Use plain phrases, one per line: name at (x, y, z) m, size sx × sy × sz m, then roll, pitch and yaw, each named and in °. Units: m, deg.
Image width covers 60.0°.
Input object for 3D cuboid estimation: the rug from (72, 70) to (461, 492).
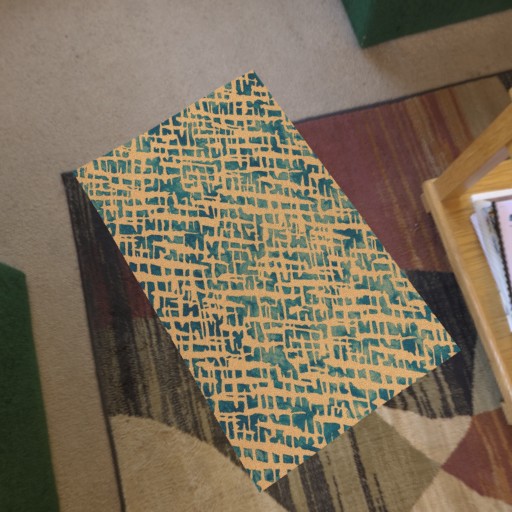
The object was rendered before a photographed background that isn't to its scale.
rug at (0.000, 0.000, 2.966) m, size 1.520 × 0.011 × 2.447 m, roll -32°, pitch 78°, yaw -8°
